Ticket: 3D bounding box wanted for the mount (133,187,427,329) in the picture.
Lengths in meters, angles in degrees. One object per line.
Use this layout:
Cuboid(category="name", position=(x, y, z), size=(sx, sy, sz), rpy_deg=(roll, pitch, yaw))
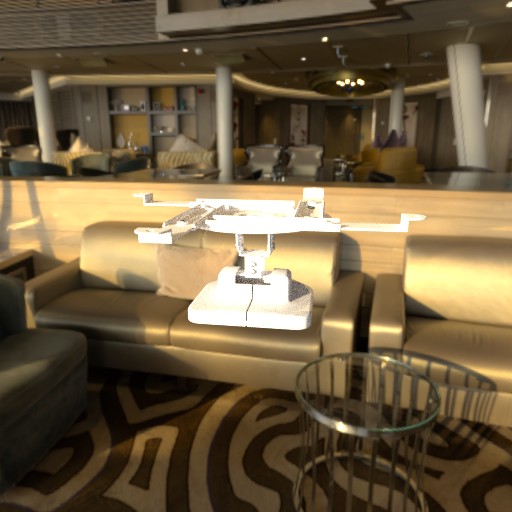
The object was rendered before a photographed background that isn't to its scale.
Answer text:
Cuboid(category="mount", position=(0.000, 0.000, 0.591), size=(0.394, 0.141, 0.394), rpy_deg=(2, 15, 9))
